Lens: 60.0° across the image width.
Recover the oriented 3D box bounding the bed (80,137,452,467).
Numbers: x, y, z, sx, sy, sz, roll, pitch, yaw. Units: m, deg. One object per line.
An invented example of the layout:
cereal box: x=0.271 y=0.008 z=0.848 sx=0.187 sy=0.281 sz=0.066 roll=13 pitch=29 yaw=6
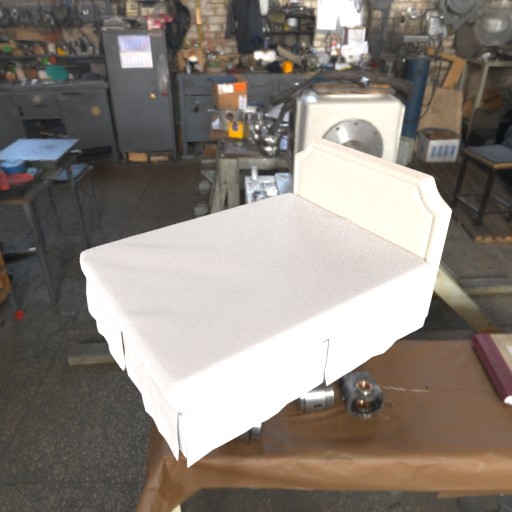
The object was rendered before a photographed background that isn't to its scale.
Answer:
bed: x=0.000 y=0.000 z=3.692 sx=2.498 sy=1.293 sz=1.977 roll=-20 pitch=36 yaw=-29
